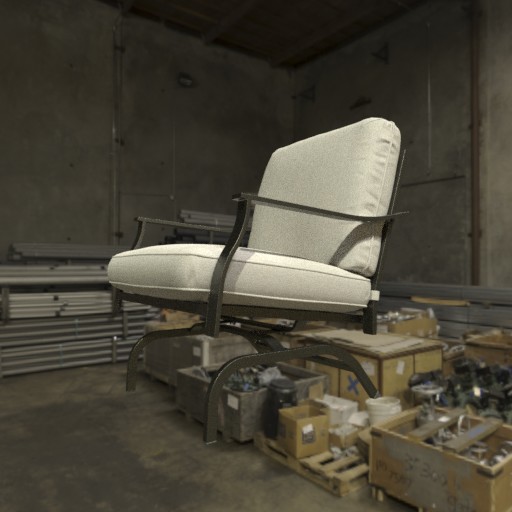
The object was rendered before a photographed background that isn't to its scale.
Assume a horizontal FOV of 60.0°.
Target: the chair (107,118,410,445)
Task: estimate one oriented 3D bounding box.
[{"bbox_3d":[0.000,0.000,1.398,0.787,0.860,0.650,1,-1,-36],"label":"chair"}]
